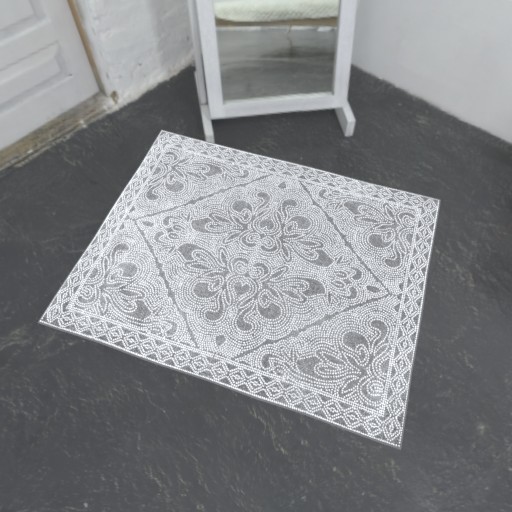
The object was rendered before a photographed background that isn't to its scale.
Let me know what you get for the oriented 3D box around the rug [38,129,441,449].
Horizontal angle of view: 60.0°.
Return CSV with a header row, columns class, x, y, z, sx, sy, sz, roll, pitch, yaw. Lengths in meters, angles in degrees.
class,x,y,z,sx,sy,sz,roll,pitch,yaw
rug,0.000,0.000,4.036,3.048,0.012,2.438,17,60,10
